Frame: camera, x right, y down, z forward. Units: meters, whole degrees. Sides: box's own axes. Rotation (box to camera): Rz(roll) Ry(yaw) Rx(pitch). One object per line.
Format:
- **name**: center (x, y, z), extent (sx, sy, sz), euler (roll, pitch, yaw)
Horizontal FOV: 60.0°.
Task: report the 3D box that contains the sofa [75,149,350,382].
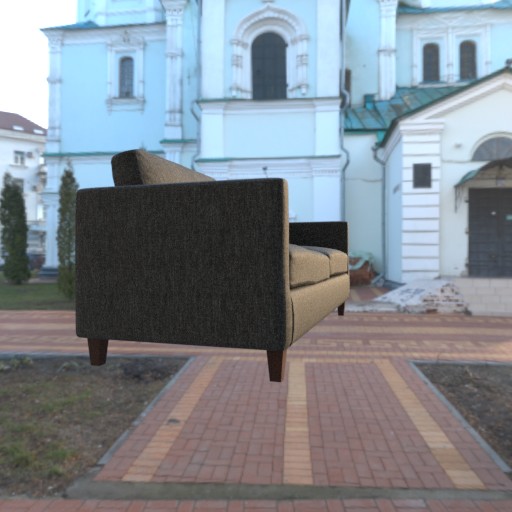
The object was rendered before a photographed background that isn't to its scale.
- **sofa**: center (0.000, 0.000, 2.771), extent (0.948, 0.960, 2.208), euler (0, 0, 18)
